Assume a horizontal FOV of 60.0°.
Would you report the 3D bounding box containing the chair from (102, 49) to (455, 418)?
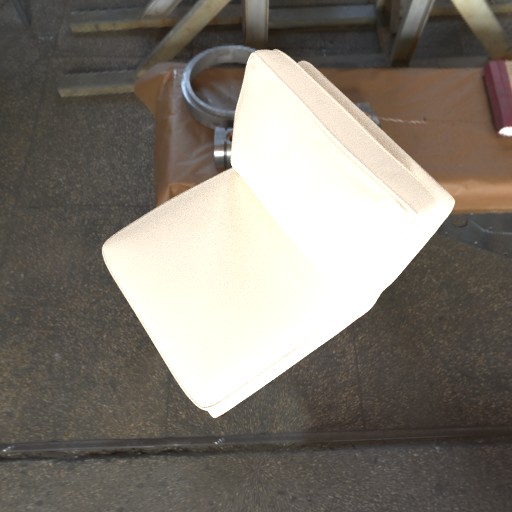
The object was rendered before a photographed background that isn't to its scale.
[{"bbox_3d":[0.000,0.000,1.360,0.781,0.887,0.630,-32,68,-14],"label":"chair"}]
